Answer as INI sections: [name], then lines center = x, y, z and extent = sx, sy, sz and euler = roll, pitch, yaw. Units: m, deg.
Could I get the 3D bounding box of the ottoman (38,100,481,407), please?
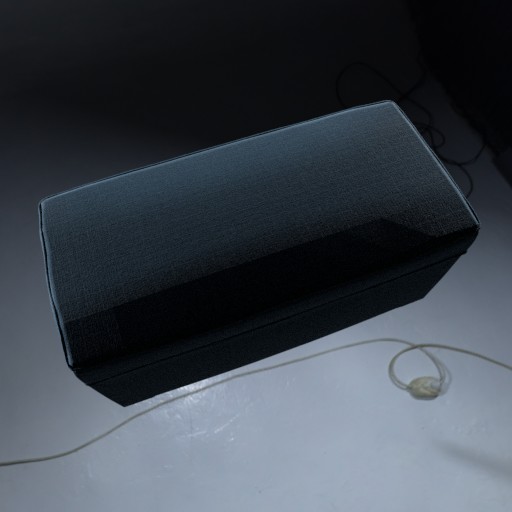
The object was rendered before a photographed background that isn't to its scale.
[ottoman]
center = 0.000, 0.000, 1.194
extent = 0.943, 0.474, 0.474
euler = -18, 64, -9
